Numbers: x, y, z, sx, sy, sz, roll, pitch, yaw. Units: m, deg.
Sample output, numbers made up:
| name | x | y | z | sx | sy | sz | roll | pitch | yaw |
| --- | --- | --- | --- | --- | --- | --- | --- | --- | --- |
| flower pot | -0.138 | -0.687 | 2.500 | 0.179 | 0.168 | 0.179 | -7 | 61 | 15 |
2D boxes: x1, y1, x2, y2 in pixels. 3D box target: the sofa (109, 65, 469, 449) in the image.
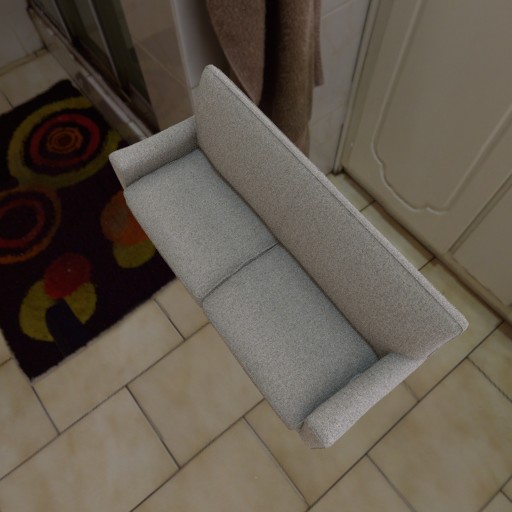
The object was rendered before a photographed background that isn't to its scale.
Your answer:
| name | x | y | z | sx | sy | sz | roll | pitch | yaw |
| --- | --- | --- | --- | --- | --- | --- | --- | --- | --- |
| sofa | 0.000 | 0.000 | 2.548 | 0.854 | 0.942 | 2.026 | -33 | 68 | -15 |
